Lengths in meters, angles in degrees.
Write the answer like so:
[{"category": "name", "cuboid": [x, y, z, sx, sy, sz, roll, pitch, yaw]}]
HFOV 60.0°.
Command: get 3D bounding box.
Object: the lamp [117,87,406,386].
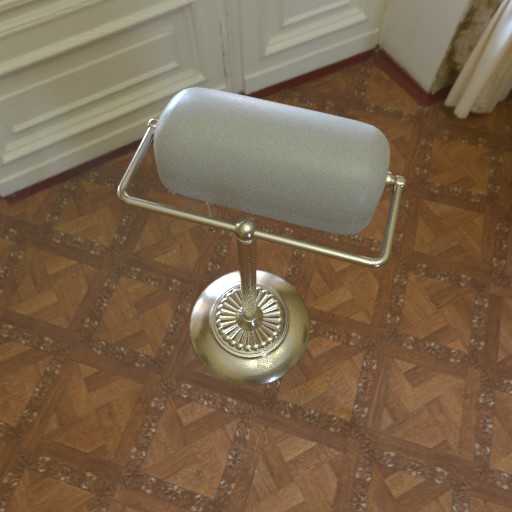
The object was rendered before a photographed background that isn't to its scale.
[{"category": "lamp", "cuboid": [0.000, 0.000, 0.522, 0.264, 0.339, 0.243, 15, 65, 7]}]
